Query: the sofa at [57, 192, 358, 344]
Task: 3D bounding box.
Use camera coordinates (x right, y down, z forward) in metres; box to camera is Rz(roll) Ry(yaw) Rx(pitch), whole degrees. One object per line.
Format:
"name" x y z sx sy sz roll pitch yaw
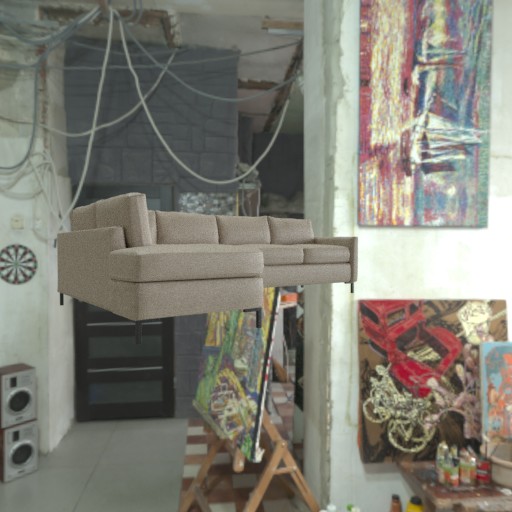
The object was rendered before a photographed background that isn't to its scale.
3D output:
"sofa" 0.000 0.000 3.209 2.423 0.703 1.617 -1 2 -36
